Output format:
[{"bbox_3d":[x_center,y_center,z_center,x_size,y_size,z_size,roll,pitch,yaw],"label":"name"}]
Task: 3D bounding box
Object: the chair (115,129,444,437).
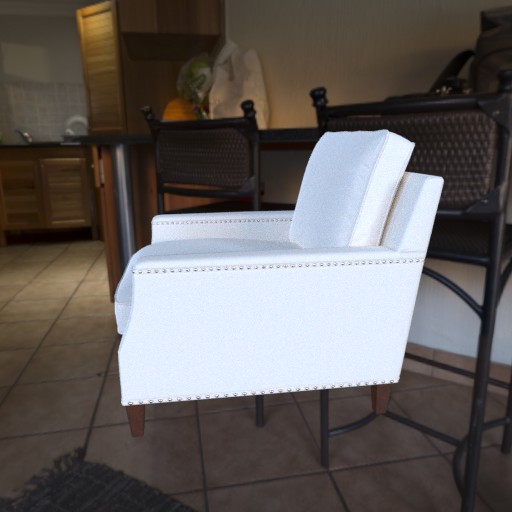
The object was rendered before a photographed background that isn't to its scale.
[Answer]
[{"bbox_3d":[0.000,0.000,1.729,1.014,0.943,0.853,-2,15,-8],"label":"chair"}]
